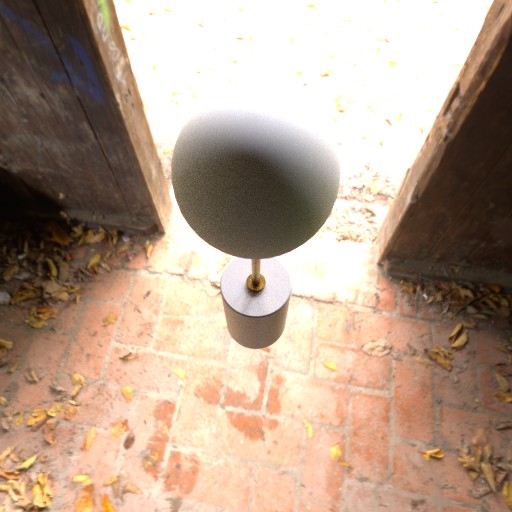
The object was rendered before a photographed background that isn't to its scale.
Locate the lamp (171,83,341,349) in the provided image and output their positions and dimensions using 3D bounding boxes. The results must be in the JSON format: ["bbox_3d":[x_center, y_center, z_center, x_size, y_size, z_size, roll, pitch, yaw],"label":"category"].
[{"bbox_3d":[0.000,0.000,0.551,0.153,0.480,0.153,0,63,0],"label":"lamp"}]
